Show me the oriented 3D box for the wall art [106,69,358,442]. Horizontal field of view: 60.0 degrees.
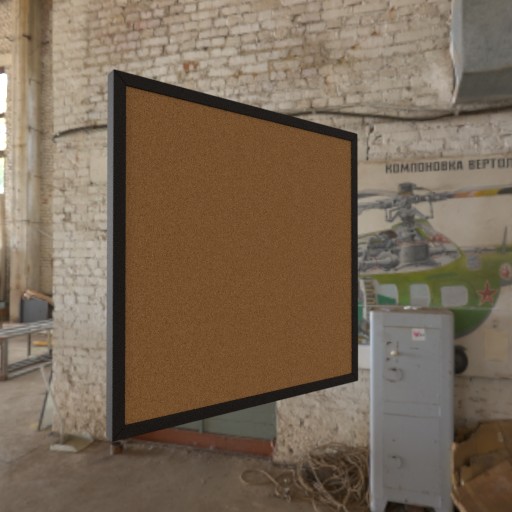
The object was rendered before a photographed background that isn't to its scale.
[{"bbox_3d":[0.000,0.000,1.151,0.763,0.763,0.037,1,-1,-37],"label":"wall art"}]
